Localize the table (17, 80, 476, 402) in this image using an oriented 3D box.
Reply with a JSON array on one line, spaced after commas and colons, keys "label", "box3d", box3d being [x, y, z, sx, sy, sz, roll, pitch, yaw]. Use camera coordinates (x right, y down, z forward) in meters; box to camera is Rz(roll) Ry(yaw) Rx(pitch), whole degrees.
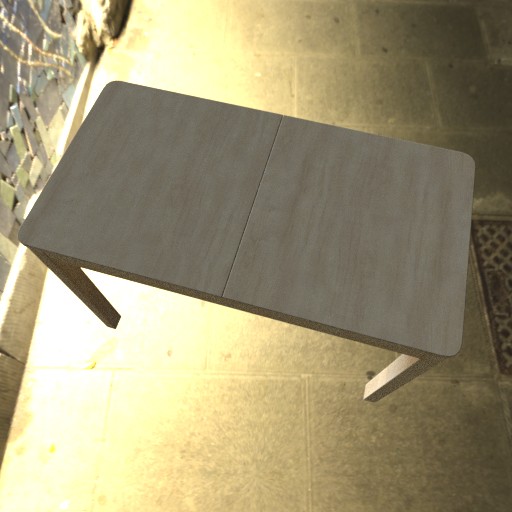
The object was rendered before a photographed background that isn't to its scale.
[{"label": "table", "box3d": [0.000, 0.000, 1.884, 1.400, 0.900, 0.750, 14, 64, 7]}]
